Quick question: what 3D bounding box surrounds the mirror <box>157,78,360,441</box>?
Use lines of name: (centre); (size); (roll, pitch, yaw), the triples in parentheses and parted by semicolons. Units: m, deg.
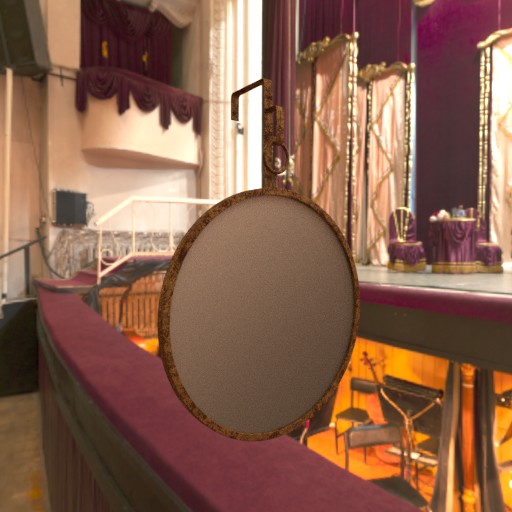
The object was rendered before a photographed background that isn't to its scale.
mirror: (0.000, 0.000, 0.844); (0.447, 0.651, 0.144); (-1, 1, -37)
